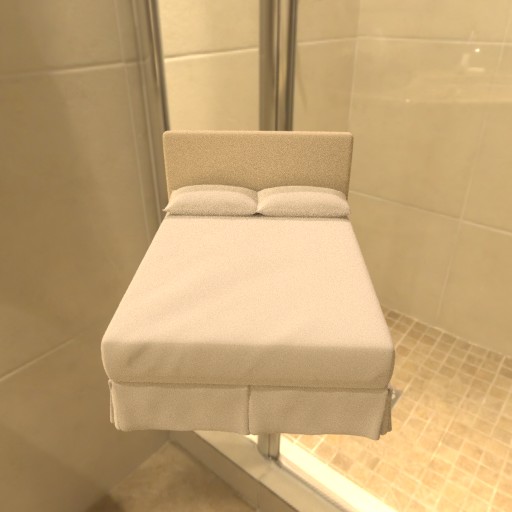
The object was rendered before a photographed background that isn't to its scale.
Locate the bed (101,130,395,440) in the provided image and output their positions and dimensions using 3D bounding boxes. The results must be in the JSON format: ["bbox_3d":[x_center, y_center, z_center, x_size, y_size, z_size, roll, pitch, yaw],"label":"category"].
[{"bbox_3d":[0.000,0.000,3.262,1.714,1.330,2.147,1,29,2],"label":"bed"}]
